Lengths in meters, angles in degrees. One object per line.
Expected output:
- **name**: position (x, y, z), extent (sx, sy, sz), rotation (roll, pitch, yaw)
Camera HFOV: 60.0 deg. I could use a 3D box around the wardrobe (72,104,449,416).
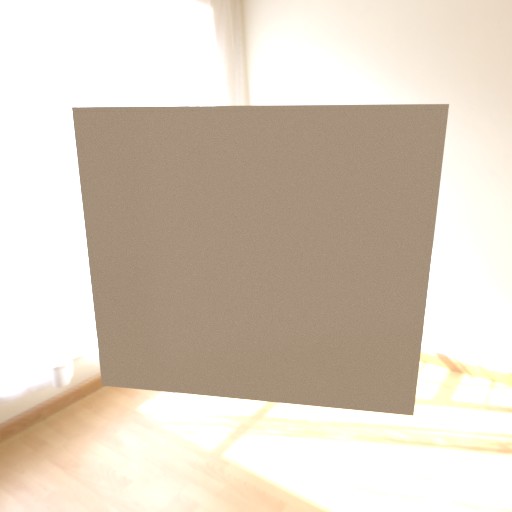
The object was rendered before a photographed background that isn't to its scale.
- **wardrobe**: position (0.000, 0.000, 1.891), extent (1.340, 1.200, 0.360), rotation (3, 16, 9)
